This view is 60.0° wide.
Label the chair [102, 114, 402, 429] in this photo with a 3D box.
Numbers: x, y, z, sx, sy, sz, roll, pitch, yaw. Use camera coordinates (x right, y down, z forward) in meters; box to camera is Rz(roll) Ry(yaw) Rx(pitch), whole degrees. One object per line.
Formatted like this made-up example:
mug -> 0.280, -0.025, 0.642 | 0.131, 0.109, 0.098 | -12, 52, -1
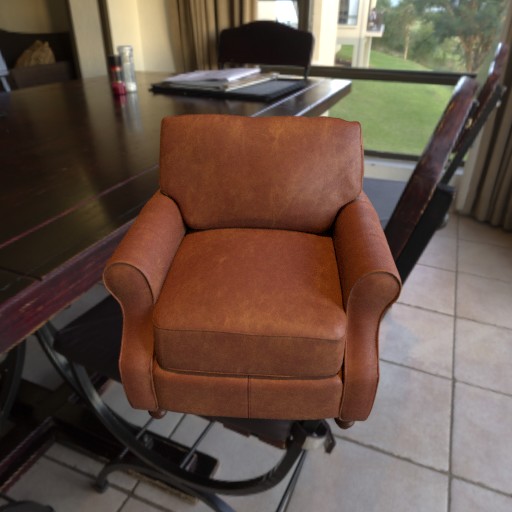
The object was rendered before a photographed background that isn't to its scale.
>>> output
chair -> 0.000, 0.000, 1.755 | 0.983, 0.962, 0.986 | 2, 30, 3
